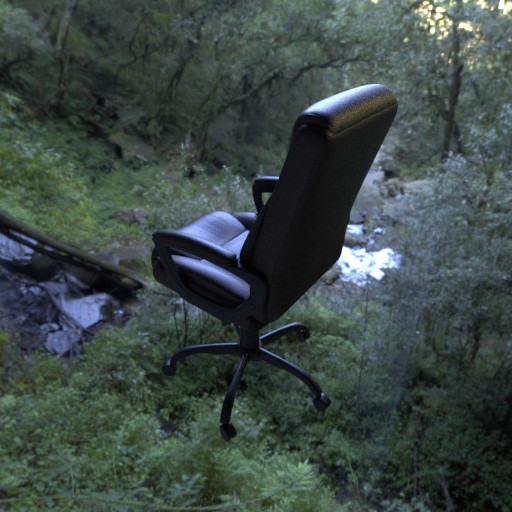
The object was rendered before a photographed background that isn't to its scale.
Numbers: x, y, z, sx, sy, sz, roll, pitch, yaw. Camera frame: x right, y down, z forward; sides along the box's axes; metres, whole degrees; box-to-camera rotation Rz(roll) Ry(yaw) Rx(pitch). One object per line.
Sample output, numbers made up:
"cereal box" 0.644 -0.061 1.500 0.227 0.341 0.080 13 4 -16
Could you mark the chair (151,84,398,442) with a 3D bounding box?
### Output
"chair" 0.000 0.000 1.449 0.655 1.072 0.615 19 35 29
